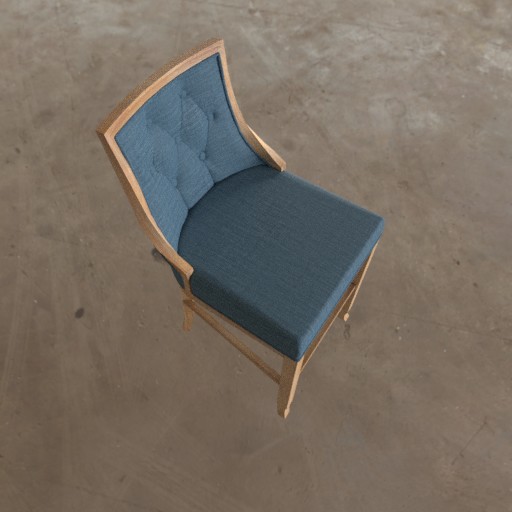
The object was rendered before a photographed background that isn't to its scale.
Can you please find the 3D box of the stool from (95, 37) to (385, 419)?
[{"bbox_3d":[0.000,0.000,1.451,0.626,1.101,0.524,30,62,18],"label":"stool"}]
